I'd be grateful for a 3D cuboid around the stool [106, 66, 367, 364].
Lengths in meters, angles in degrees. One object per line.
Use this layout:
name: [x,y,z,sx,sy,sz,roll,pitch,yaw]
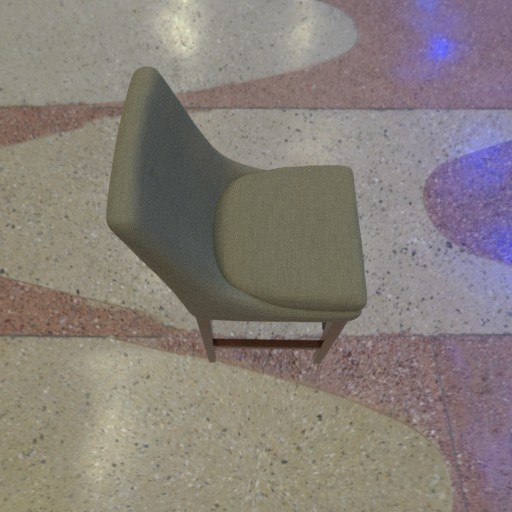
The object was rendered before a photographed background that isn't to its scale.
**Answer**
stool: [0.000,0.000,1.365,0.577,1.078,0.470,0,64,0]
